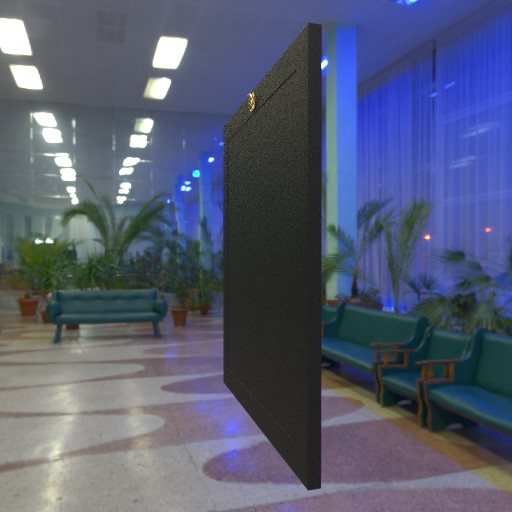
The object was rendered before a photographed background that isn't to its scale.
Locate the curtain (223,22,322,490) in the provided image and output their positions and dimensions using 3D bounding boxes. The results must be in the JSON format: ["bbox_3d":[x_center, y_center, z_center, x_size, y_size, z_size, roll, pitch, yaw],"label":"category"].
[{"bbox_3d":[0.000,0.000,0.786,0.027,0.585,0.483,0,1,-17],"label":"curtain"}]
